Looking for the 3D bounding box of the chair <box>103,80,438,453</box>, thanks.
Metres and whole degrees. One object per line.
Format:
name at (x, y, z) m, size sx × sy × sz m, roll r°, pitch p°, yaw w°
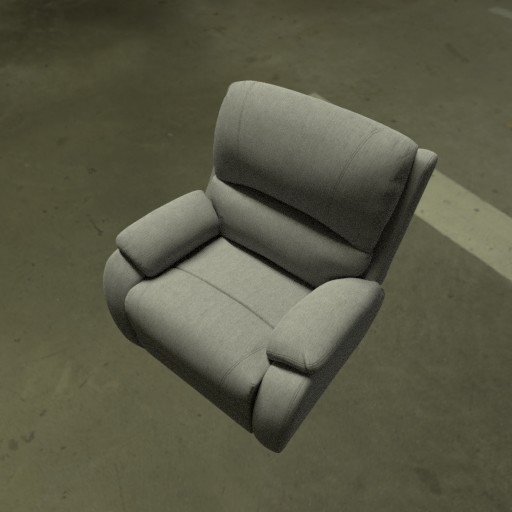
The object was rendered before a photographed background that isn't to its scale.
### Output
chair at (0.000, 0.000, 1.705) m, size 0.930 × 1.011 × 0.899 m, roll 30°, pitch 54°, yaw 24°
